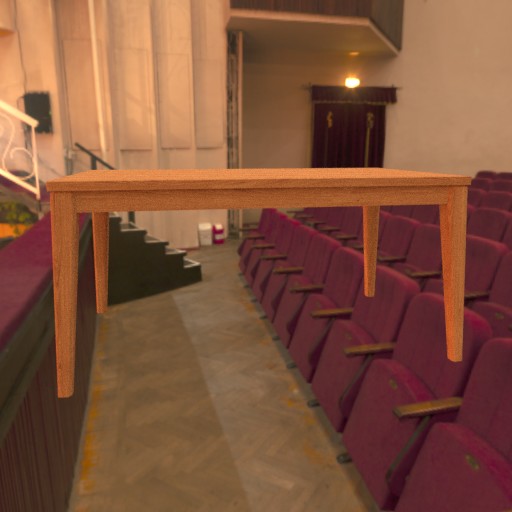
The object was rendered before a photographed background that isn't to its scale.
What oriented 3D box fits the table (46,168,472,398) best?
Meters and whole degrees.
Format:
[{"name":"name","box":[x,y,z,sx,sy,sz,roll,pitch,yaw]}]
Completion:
[{"name":"table","box":[0.000,0.000,2.057,1.600,0.760,0.900,-2,14,-10]}]
